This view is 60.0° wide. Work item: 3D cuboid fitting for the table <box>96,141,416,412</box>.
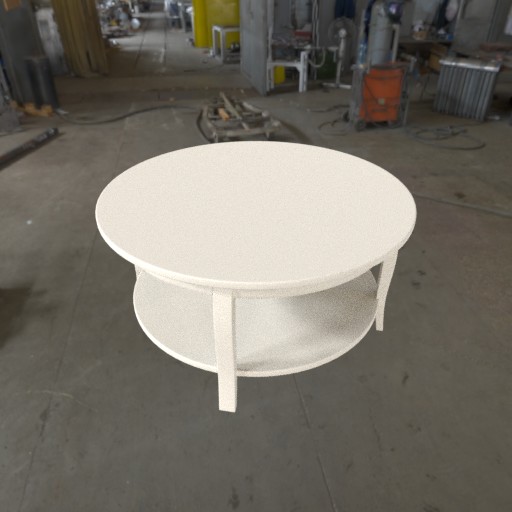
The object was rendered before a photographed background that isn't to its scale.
[{"bbox_3d":[0.000,0.000,1.436,0.910,0.457,0.910,0,33,0],"label":"table"}]
